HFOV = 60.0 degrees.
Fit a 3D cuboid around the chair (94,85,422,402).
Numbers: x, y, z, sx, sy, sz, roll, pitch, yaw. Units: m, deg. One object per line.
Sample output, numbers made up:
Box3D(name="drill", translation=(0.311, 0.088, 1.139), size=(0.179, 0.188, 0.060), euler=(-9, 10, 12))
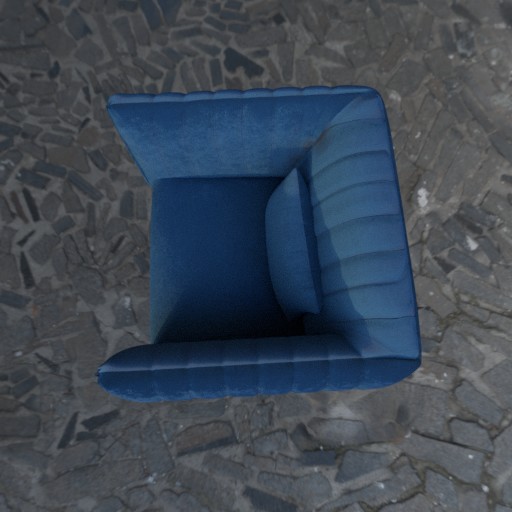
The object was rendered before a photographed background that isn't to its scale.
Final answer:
Box3D(name="chair", translation=(0.000, 0.000, 1.592), size=(0.877, 0.793, 0.947), euler=(-3, 75, -1))
